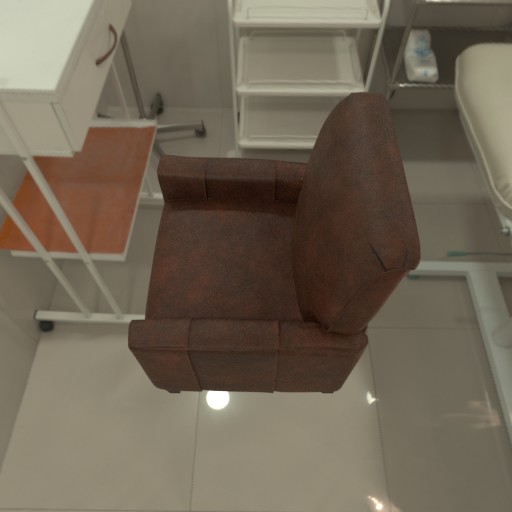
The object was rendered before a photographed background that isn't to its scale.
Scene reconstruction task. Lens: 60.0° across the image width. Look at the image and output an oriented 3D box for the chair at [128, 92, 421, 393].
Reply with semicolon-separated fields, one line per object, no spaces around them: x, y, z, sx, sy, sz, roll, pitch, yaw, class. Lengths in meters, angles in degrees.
0.000;0.000;1.678;0.836;1.043;0.843;1;57;0;chair
